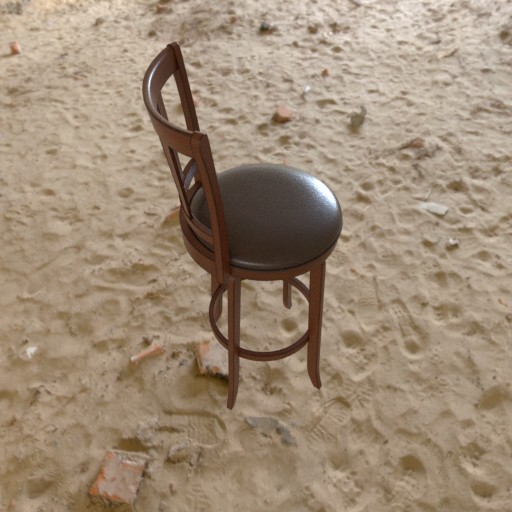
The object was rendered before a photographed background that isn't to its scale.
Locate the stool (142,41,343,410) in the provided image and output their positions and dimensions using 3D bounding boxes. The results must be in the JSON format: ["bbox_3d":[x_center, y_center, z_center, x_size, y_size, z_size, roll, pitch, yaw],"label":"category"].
[{"bbox_3d":[0.000,0.000,1.408,0.503,1.177,0.464,-10,47,-9],"label":"stool"}]
